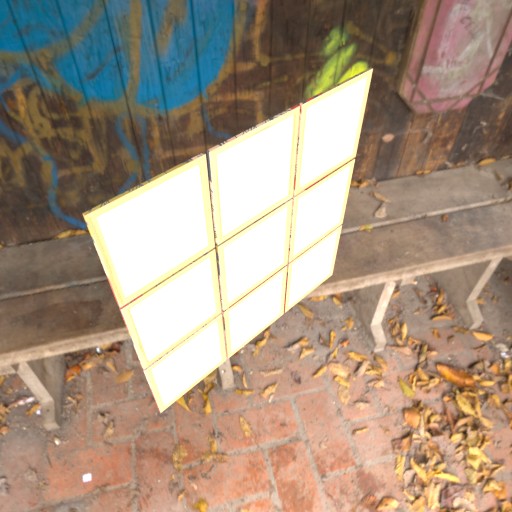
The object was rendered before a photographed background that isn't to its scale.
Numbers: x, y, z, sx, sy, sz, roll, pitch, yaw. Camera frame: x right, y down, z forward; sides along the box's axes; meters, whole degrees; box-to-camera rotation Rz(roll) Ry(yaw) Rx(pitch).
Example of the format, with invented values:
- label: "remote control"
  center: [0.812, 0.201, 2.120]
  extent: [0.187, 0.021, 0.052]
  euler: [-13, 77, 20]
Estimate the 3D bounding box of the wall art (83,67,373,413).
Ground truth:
- label: "wall art"
  center: [0.000, 0.000, 1.859]
  extent: [1.206, 1.218, 0.013]
  euler: [-35, 56, -27]
